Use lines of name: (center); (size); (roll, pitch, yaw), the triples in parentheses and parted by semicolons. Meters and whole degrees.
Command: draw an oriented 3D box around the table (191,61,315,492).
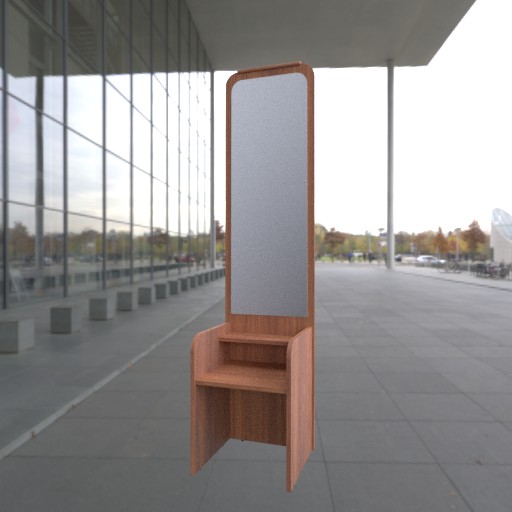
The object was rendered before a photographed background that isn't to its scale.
table: (0.000, 0.000, 1.966); (0.450, 1.830, 0.420); (0, 0, 19)
